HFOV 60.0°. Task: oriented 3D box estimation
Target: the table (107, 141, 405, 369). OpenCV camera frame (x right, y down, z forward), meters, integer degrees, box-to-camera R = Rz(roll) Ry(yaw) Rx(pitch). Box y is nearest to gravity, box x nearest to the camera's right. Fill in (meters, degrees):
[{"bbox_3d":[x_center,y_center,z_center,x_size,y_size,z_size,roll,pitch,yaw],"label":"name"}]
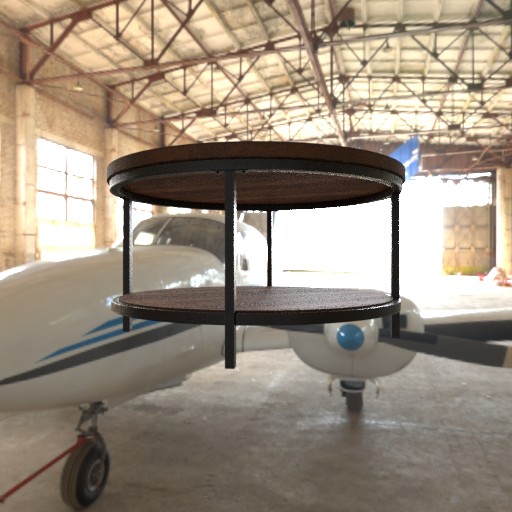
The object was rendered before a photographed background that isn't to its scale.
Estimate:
[{"bbox_3d":[0.000,0.000,1.311,0.837,0.462,0.837,0,0,0],"label":"table"}]
